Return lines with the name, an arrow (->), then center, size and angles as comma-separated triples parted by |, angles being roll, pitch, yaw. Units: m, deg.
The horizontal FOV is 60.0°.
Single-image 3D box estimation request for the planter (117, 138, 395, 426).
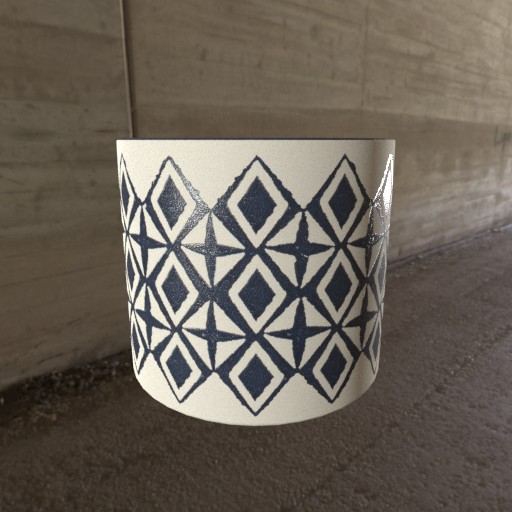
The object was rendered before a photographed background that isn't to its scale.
planter -> 0.000, 0.000, 0.280 | 0.159, 0.144, 0.159 | 0, 15, 0
